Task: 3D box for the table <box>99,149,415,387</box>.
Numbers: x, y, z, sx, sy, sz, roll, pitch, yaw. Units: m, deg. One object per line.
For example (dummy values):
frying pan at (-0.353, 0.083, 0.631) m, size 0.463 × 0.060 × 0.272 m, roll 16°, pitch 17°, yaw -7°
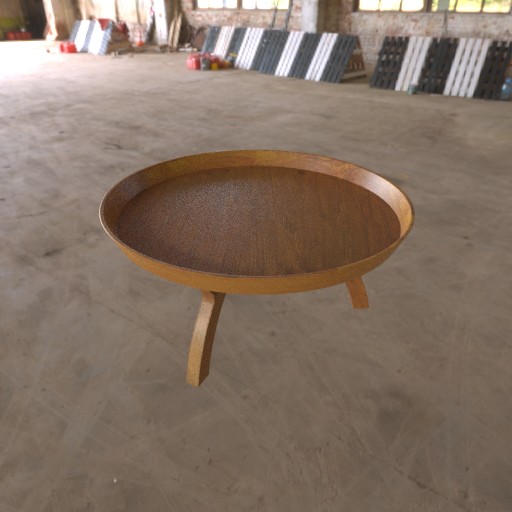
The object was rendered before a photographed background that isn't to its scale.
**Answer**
table at (0.000, 0.000, 1.586) m, size 1.016 × 0.470 × 1.016 m, roll 0°, pitch 30°, yaw 0°
